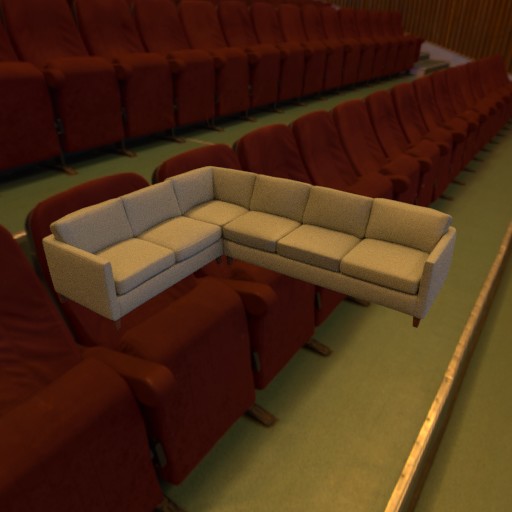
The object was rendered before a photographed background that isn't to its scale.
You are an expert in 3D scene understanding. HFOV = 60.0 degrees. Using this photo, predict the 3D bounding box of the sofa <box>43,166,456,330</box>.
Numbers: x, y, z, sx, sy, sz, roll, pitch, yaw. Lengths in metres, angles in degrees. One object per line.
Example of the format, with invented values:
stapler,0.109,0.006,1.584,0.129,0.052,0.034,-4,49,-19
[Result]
sofa,0.000,0.000,4.489,3.301,0.947,2.592,17,32,30
